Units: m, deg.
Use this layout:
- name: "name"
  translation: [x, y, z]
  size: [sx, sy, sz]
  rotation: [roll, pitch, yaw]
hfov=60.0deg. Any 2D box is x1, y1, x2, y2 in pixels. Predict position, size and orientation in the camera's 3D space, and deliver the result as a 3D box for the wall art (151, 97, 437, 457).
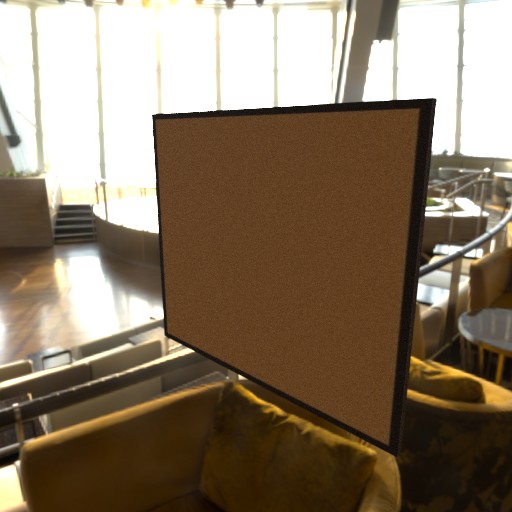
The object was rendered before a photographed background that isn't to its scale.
- name: "wall art"
  translation: [0.000, 0.000, 1.380]
  size: [1.033, 0.875, 0.023]
  rotation: [14, 21, 42]
